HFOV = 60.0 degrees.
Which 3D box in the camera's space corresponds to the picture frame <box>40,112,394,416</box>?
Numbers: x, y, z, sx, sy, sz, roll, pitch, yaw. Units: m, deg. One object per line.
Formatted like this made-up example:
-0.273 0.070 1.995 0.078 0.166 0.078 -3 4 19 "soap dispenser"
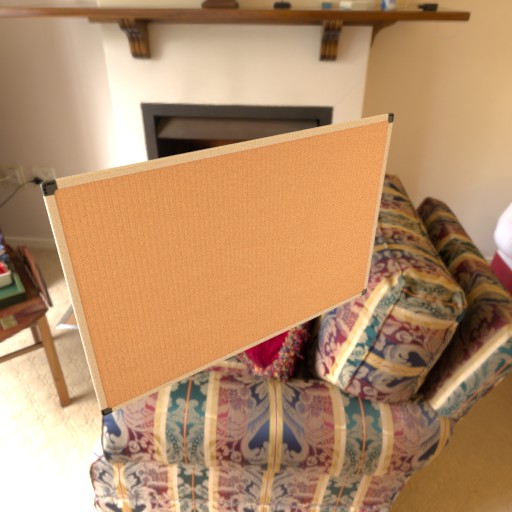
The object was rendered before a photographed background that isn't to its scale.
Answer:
0.000 0.000 1.133 0.900 0.600 0.010 -19 36 -29 "picture frame"
